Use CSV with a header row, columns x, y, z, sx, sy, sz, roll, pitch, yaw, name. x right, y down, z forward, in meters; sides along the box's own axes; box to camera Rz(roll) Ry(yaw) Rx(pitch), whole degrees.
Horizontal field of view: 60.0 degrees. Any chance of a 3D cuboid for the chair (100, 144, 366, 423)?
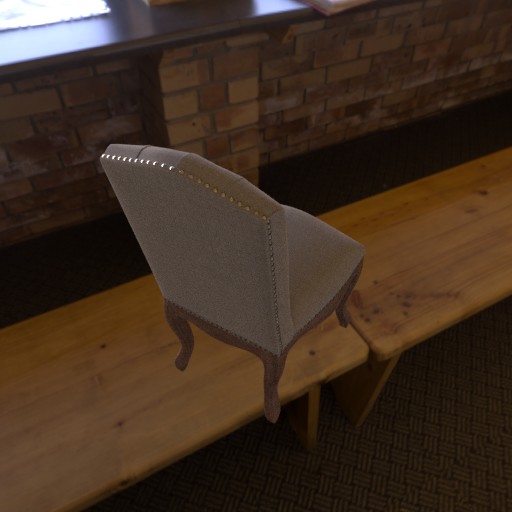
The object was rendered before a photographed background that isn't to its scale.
x,y,z,sx,sy,sz,roll,pitch,yaw,name
0.000,0.000,1.589,0.637,1.191,0.731,23,50,21,chair
